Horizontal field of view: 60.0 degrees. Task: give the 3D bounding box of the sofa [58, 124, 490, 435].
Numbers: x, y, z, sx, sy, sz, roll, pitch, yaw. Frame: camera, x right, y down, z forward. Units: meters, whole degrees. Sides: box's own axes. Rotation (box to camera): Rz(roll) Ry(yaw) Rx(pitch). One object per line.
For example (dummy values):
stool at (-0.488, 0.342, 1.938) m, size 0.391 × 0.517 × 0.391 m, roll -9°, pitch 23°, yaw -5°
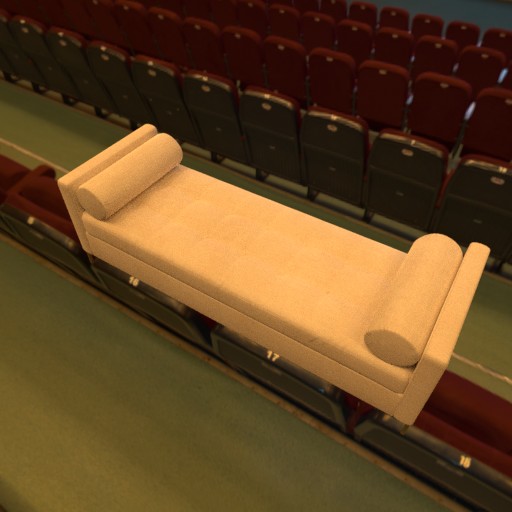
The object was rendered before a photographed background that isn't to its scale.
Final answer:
sofa at (0.000, 0.000, 2.295) m, size 1.981 × 0.635 × 0.686 m, roll 24°, pitch 51°, yaw 22°
